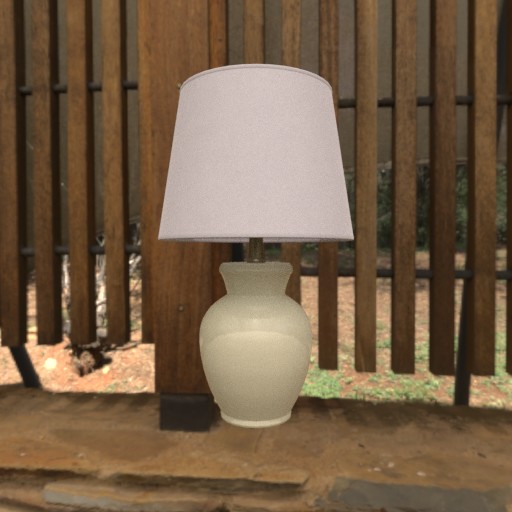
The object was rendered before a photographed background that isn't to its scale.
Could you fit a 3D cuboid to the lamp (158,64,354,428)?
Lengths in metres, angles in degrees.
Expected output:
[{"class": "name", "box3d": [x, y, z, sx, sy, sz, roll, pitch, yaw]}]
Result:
[{"class": "lamp", "box3d": [0.000, 0.000, 0.554, 0.239, 0.399, 0.239, 0, 1, 0]}]
